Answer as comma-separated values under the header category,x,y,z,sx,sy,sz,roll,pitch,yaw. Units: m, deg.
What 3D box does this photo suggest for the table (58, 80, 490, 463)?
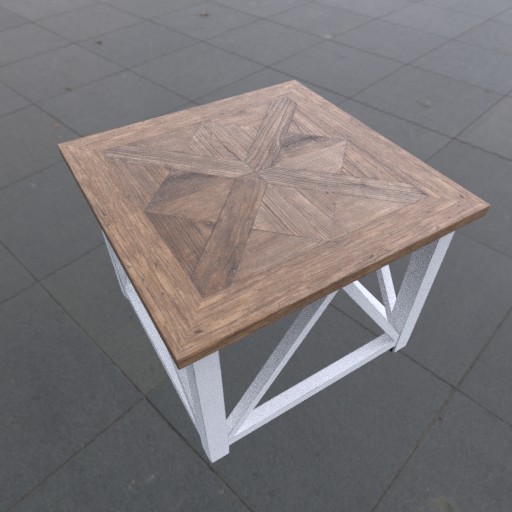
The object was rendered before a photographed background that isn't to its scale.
category,x,y,z,sx,sy,sz,roll,pitch,yaw
table,0.000,0.000,1.178,0.700,0.532,0.700,-23,50,-21
